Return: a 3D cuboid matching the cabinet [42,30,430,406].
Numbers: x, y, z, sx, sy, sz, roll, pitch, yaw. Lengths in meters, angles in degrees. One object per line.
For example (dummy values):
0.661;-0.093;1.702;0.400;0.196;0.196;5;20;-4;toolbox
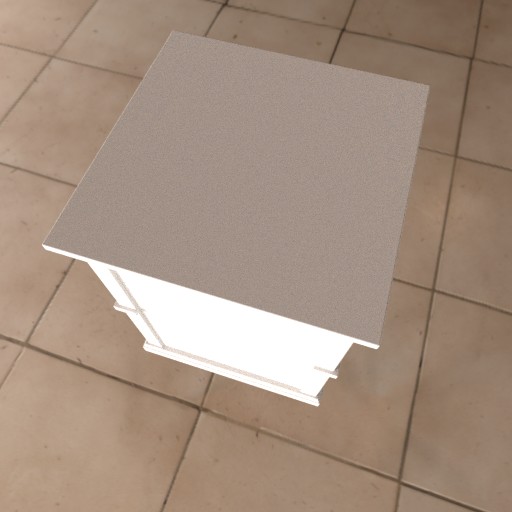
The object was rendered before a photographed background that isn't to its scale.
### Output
0.000;0.000;1.132;0.544;0.775;0.547;16;64;8;cabinet
